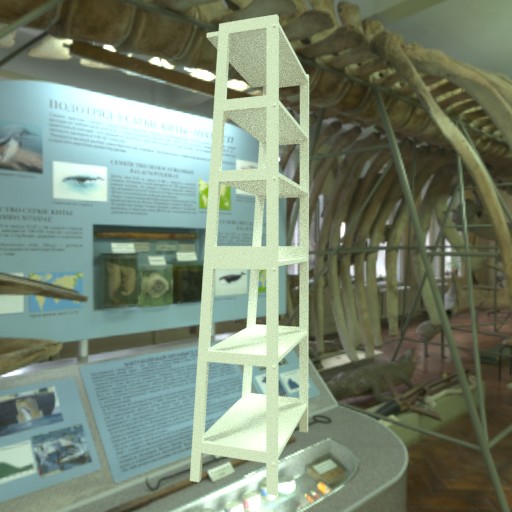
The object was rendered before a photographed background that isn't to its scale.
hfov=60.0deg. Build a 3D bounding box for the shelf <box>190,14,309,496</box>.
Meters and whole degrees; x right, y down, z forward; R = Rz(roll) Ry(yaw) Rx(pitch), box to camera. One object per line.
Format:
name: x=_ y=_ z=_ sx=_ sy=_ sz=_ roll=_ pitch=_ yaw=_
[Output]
shelf: x=0.000 y=0.000 z=2.109 sx=0.381 sy=1.892 sz=0.660 roll=0 pitch=1 yaw=18
